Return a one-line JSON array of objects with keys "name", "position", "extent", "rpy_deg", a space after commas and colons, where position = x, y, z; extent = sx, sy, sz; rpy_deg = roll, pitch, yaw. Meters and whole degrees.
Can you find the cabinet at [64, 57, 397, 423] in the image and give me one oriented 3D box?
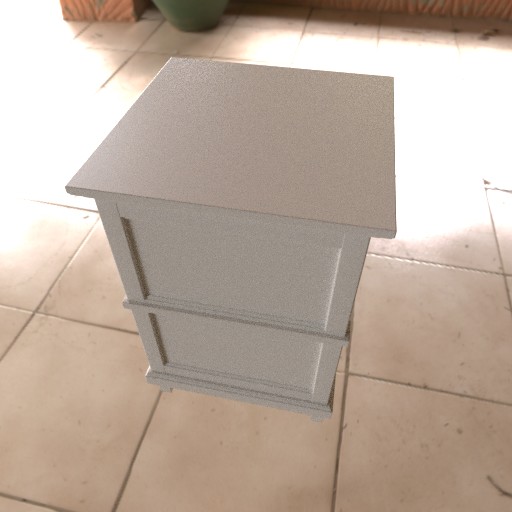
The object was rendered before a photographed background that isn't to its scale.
[{"name": "cabinet", "position": [0.000, 0.000, 1.169], "extent": [0.547, 0.775, 0.544], "rpy_deg": [9, 47, 8]}]
